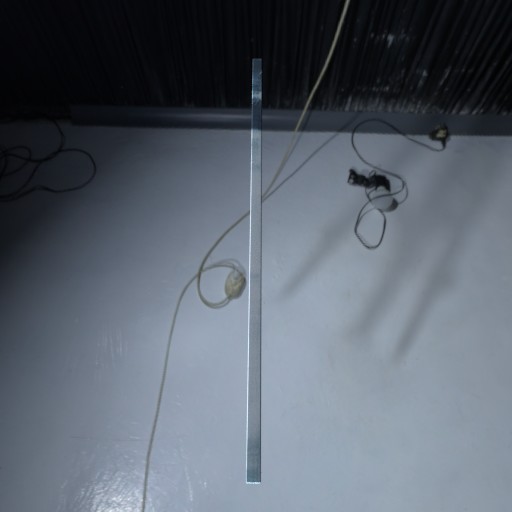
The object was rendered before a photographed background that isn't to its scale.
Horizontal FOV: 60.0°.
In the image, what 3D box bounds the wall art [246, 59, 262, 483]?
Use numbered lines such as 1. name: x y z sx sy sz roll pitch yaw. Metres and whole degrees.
1. wall art: 0.000 0.000 1.678 0.037 0.509 1.524 0 64 0
